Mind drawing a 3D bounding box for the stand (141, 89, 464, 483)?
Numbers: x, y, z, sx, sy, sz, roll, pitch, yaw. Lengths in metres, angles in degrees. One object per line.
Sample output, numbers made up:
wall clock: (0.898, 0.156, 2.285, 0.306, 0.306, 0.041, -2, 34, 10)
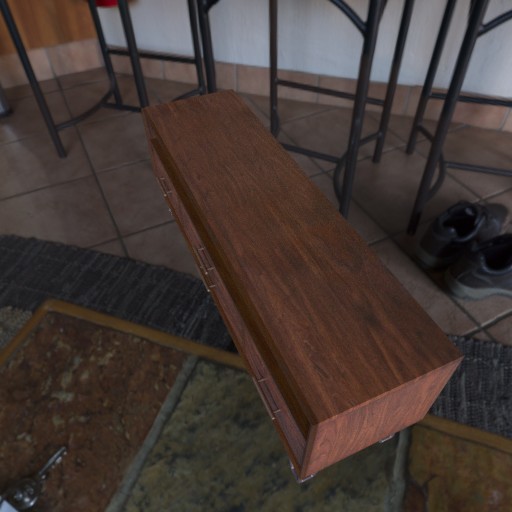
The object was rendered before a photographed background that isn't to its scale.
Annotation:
stand: (0.000, 0.000, 1.831, 0.481, 0.610, 1.626, -18, 50, -16)
